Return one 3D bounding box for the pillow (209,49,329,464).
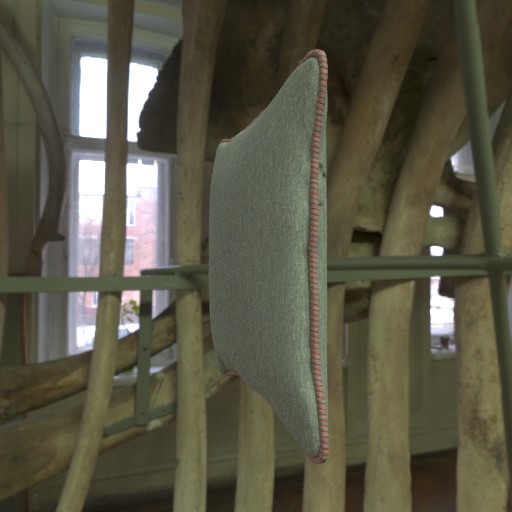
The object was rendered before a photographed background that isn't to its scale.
[{"bbox_3d":[0.000,0.000,0.727,0.124,0.491,0.482,0,-1,-19],"label":"pillow"}]
